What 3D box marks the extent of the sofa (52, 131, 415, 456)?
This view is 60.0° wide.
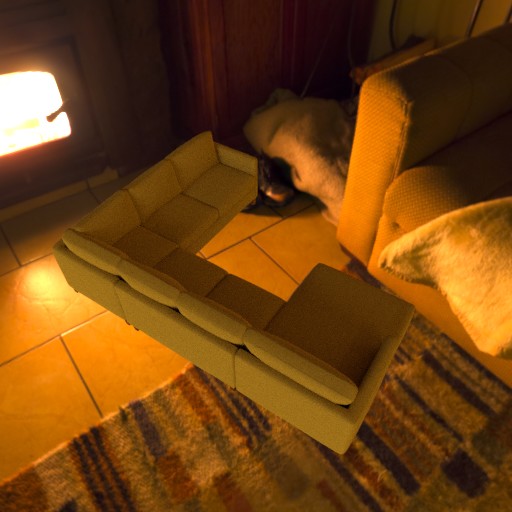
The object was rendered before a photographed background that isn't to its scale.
[{"bbox_3d":[0.000,0.000,4.860,3.460,0.961,2.594,25,51,22],"label":"sofa"}]
